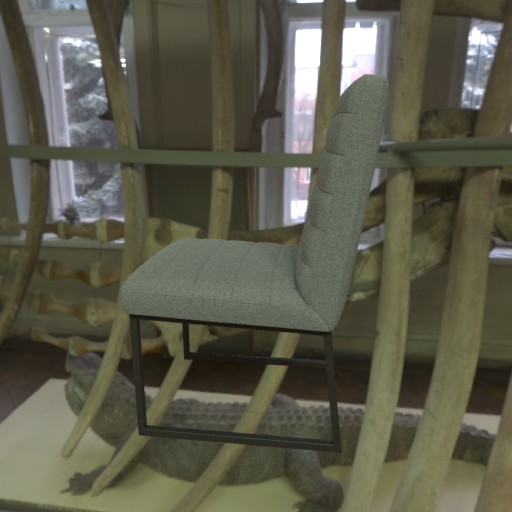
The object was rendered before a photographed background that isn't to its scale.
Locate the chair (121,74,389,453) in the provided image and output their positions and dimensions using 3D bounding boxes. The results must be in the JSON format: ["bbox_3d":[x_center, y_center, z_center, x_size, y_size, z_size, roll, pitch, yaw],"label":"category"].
[{"bbox_3d":[0.000,0.000,1.296,0.634,0.930,0.520,2,15,7],"label":"chair"}]
